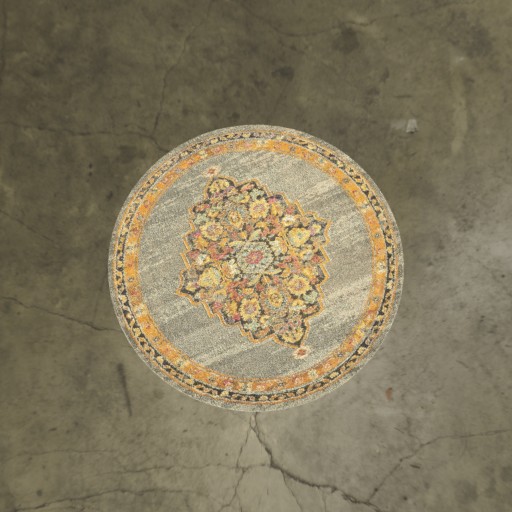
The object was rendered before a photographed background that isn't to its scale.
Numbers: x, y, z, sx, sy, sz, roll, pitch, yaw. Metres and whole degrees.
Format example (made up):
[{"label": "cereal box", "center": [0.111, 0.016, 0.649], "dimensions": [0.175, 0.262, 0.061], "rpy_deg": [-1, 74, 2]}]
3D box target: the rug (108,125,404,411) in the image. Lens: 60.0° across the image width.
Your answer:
[{"label": "rug", "center": [0.000, 0.000, 2.401], "dimensions": [1.598, 0.010, 1.598], "rpy_deg": [0, 75, 0]}]
